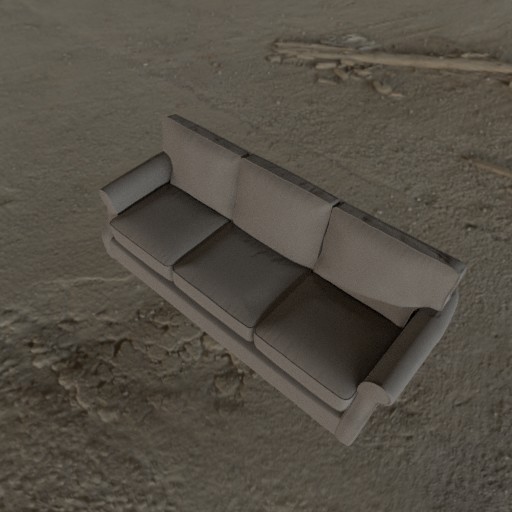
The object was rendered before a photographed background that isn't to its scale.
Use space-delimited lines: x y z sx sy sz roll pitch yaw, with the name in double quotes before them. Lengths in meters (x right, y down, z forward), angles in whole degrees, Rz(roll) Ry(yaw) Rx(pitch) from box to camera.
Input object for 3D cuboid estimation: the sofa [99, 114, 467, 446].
"sofa" 0.000 0.000 2.860 2.353 0.948 0.966 33 56 26
